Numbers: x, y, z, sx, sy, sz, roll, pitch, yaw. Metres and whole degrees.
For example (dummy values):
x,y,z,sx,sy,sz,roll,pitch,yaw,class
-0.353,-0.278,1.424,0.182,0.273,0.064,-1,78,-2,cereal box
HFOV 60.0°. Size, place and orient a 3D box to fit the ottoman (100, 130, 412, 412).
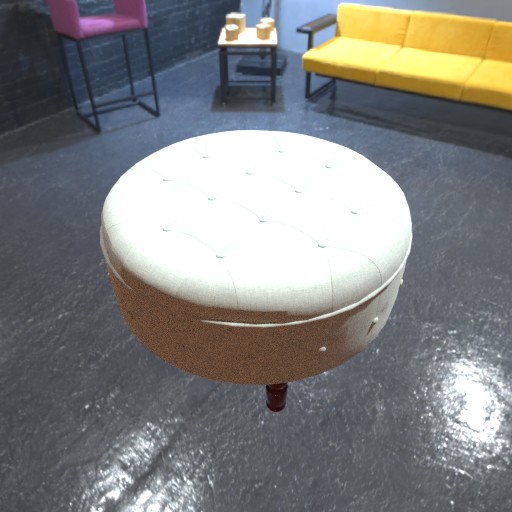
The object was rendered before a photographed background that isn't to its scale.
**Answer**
x,y,z,sx,sy,sz,roll,pitch,yaw,class
0.000,0.000,1.353,0.850,0.483,0.850,0,40,0,ottoman
